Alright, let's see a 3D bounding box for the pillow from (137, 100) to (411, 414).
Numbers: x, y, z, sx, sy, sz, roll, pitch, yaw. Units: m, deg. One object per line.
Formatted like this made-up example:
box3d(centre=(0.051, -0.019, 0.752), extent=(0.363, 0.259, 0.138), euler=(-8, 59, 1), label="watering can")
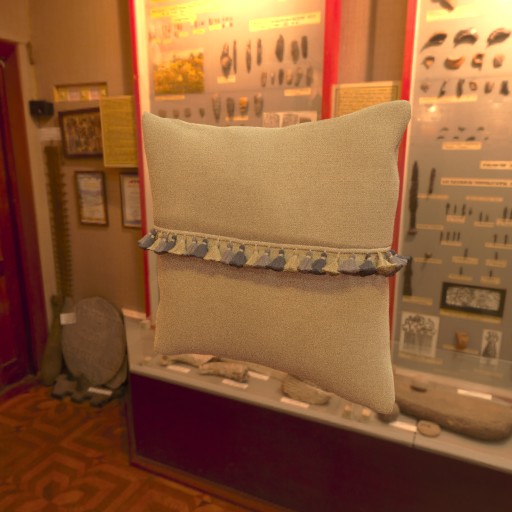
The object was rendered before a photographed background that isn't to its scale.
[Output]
box3d(centre=(0.000, 0.000, 0.745), extent=(0.489, 0.481, 0.165), euler=(7, 15, 26), label="pillow")
